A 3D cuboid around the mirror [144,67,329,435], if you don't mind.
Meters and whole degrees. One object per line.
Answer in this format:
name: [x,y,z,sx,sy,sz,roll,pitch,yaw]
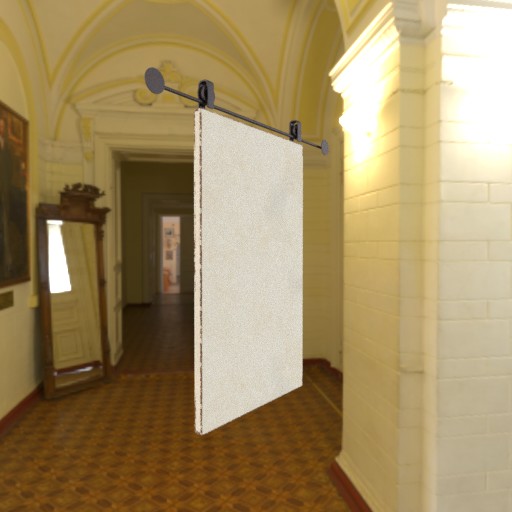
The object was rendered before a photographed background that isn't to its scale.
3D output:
mirror: [0.000,0.000,1.237,0.037,0.844,0.808,1,1,36]
